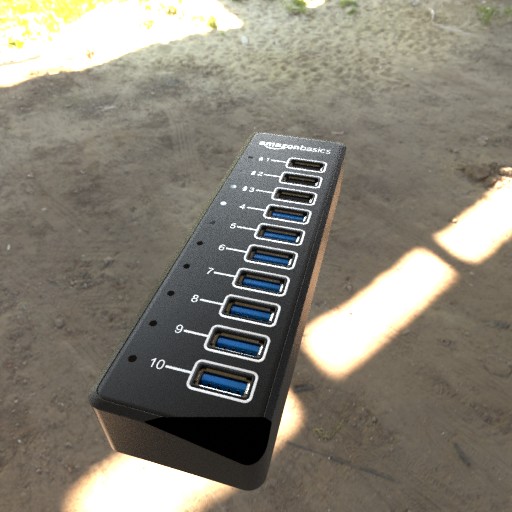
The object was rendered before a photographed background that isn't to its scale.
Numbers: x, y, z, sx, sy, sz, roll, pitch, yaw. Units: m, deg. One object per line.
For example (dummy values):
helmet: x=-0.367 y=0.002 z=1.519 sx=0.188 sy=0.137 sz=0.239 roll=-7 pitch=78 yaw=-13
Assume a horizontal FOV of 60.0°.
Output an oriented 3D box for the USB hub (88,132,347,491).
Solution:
USB hub: x=0.000 y=0.000 z=0.158 sx=0.044 sy=0.023 sz=0.145 roll=11 pitch=43 yaw=12
